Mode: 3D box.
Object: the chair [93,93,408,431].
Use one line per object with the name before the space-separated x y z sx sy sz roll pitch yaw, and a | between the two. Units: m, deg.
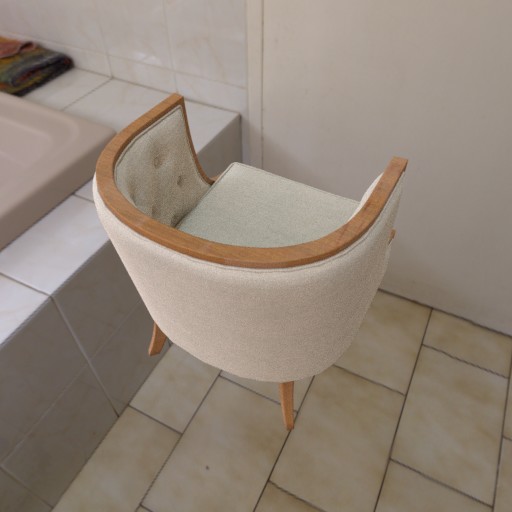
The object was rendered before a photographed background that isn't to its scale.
chair | 0.000 0.000 1.362 0.711 0.775 0.757 22 51 19
